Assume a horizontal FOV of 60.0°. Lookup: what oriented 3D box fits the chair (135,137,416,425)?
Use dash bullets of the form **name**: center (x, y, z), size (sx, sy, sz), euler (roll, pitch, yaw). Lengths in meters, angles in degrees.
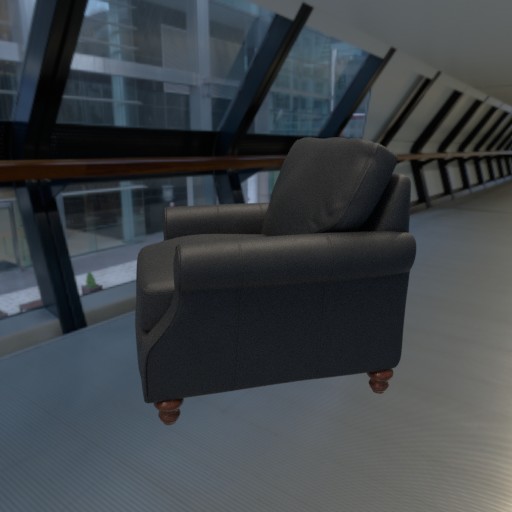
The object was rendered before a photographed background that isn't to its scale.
- **chair**: center (0.000, 0.000, 1.848), size (1.027, 0.960, 1.015), euler (-2, 15, -9)
